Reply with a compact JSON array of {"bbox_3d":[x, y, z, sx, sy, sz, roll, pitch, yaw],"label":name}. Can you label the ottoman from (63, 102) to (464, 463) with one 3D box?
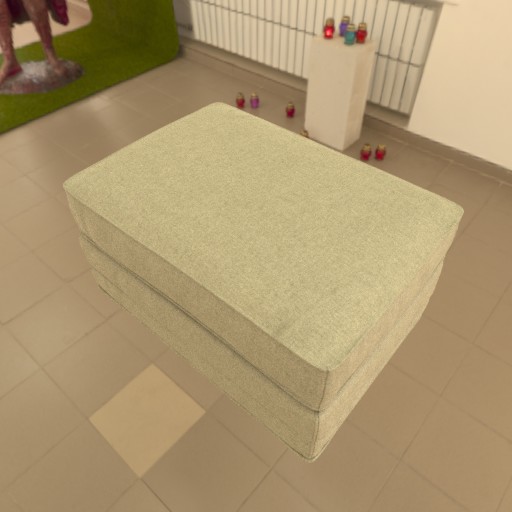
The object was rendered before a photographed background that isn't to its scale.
[{"bbox_3d":[0.000,0.000,1.226,0.848,0.508,0.611,32,54,27],"label":"ottoman"}]
